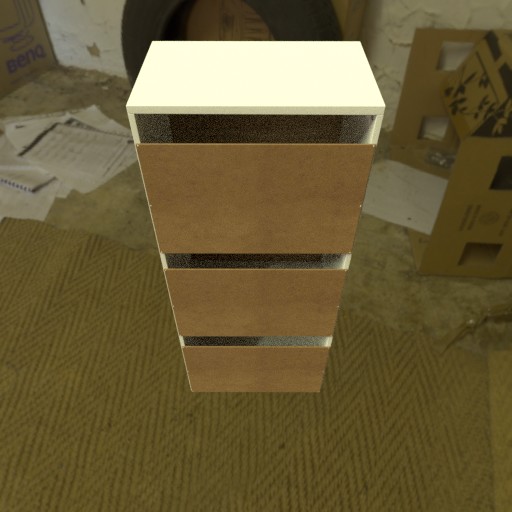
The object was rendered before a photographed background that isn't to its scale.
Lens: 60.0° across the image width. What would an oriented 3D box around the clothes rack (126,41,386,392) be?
[{"bbox_3d":[0.000,0.000,1.395,0.500,1.187,0.331,0,47,0],"label":"clothes rack"}]
